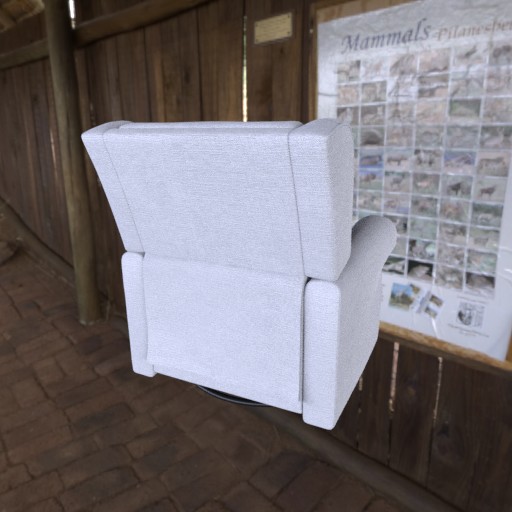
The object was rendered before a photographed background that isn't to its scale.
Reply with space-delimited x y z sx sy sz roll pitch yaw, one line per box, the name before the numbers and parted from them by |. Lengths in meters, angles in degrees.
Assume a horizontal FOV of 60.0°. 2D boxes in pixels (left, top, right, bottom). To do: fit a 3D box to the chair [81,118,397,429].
chair | 0.000 0.000 1.662 0.906 0.966 0.854 8 17 25
